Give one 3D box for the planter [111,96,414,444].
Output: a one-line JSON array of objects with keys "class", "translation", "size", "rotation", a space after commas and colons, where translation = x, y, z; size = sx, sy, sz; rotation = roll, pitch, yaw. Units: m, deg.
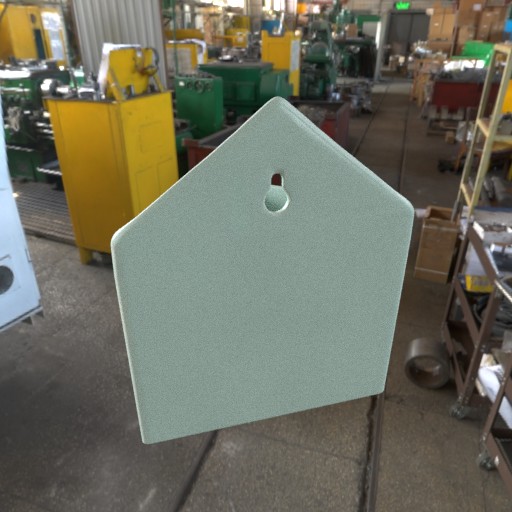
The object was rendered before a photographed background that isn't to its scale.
[{"class": "planter", "translation": [0.000, 0.000, 0.275], "size": [0.164, 0.197, 0.079], "rotation": [-7, 28, -14]}]
